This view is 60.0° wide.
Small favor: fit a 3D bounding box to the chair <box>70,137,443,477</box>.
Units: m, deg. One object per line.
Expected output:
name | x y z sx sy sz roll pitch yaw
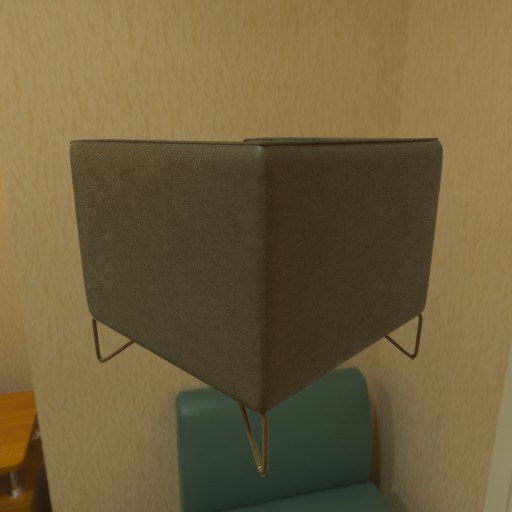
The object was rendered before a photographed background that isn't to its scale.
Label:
chair | 0.000 0.000 1.529 0.894 0.790 0.880 15 21 42
